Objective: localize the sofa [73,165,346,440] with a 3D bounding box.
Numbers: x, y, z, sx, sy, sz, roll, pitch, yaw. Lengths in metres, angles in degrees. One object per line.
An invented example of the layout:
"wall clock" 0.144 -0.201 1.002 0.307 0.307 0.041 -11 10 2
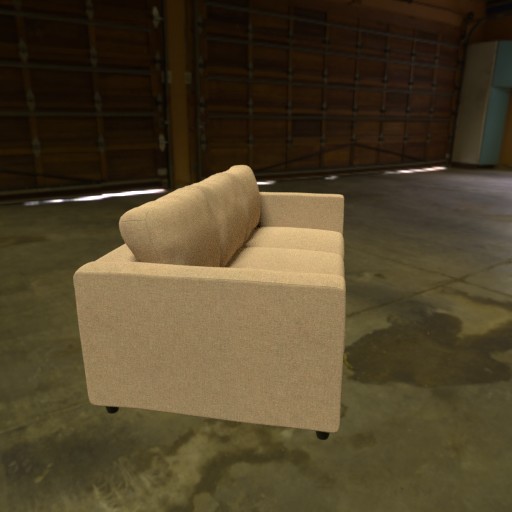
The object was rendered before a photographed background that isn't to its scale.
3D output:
"sofa" 0.000 0.000 2.339 0.930 0.800 1.855 3 17 10
